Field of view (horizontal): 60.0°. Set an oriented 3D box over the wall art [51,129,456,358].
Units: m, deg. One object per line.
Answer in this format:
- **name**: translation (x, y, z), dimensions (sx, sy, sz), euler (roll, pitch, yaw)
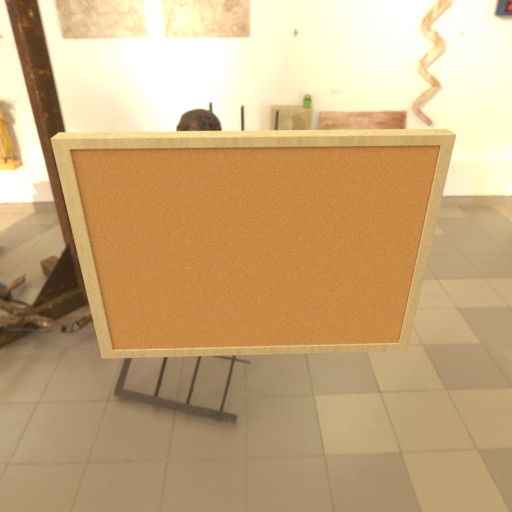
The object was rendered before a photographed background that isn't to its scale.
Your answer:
- **wall art**: translation (0.000, 0.000, 0.690), dimensions (0.532, 0.380, 0.032), euler (-1, 30, -2)
